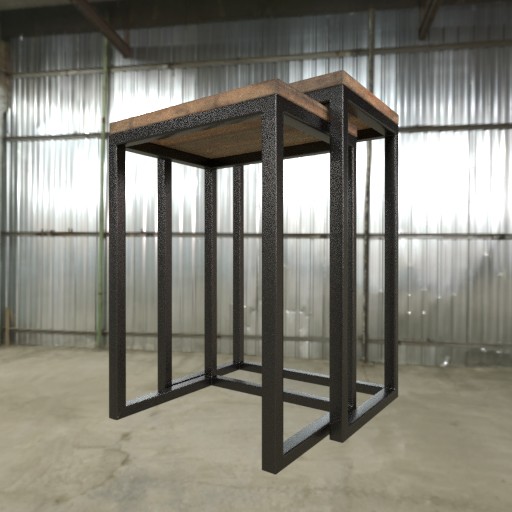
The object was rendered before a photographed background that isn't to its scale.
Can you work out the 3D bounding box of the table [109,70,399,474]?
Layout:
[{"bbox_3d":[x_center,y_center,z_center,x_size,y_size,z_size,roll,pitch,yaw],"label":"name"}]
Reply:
[{"bbox_3d":[0.000,0.000,0.916,0.456,0.615,0.460,0,0,37],"label":"table"}]
